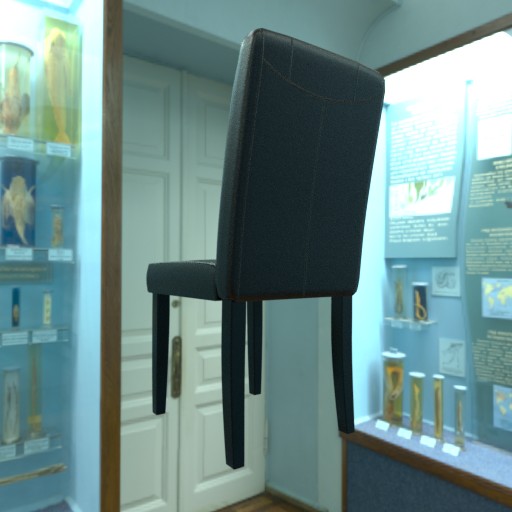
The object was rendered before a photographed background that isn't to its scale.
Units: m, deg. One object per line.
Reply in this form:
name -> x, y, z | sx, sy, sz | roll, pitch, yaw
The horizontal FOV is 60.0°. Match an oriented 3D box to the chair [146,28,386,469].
chair -> 0.000, 0.000, 1.177 | 0.399, 0.897, 0.556 | 1, -2, -35
